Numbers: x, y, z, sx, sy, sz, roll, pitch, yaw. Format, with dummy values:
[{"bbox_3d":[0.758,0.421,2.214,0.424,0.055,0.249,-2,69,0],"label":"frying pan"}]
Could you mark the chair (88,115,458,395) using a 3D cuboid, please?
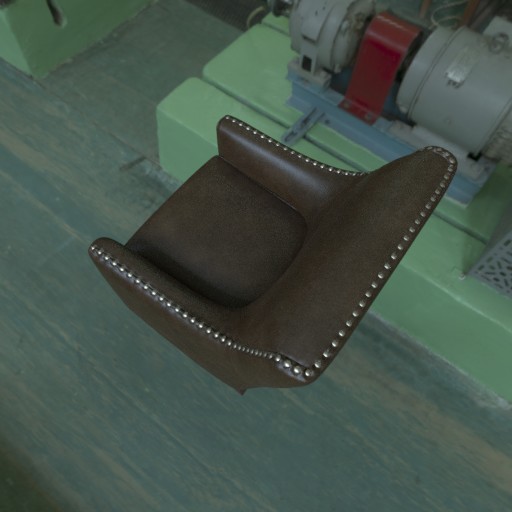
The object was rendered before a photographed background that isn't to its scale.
[{"bbox_3d":[0.000,0.000,1.308,0.704,0.813,0.639,34,68,16],"label":"chair"}]
